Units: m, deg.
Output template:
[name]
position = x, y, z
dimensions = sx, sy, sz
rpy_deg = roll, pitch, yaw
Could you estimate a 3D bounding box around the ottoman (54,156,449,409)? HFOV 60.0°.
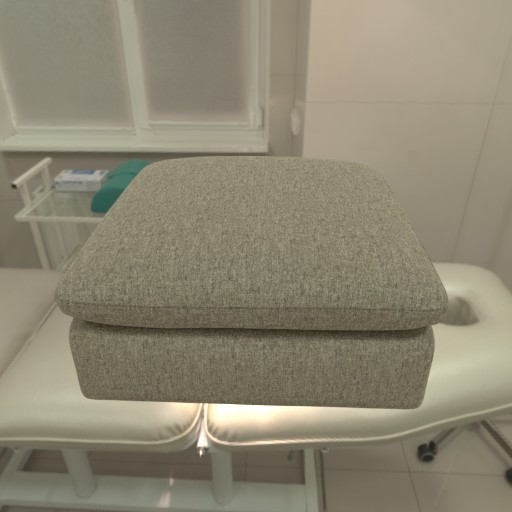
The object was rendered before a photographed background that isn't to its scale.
[ottoman]
position = 0.000, 0.000, 1.614
dimensions = 1.039, 0.526, 1.035
rpy_deg = 1, 31, 2
